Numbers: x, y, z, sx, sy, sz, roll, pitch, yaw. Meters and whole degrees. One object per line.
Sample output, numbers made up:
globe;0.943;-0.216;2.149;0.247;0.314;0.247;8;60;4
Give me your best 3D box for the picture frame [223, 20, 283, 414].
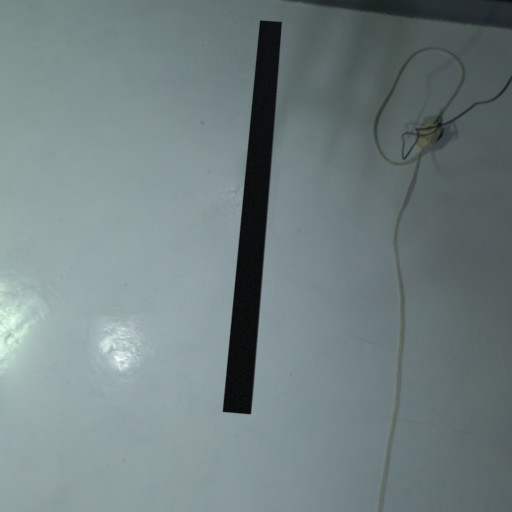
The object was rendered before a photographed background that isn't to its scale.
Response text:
picture frame;0.000;0.000;0.762;0.028;0.556;0.460;5;76;1
